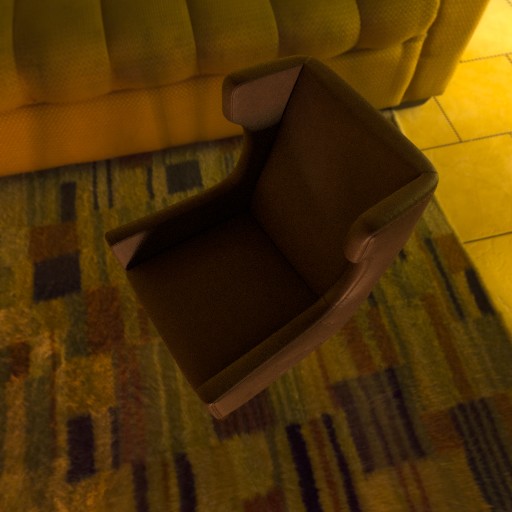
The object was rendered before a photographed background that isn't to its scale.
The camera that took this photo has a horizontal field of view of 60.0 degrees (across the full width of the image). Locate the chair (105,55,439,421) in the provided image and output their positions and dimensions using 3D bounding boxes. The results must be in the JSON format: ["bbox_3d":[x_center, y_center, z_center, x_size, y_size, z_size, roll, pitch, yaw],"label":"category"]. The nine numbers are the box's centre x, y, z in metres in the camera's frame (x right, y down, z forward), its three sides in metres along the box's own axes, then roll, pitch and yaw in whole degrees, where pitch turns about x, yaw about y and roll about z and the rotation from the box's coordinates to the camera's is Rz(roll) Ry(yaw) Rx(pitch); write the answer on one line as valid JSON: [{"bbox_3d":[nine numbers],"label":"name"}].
[{"bbox_3d":[0.000,0.000,1.666,0.899,1.079,0.769,-31,67,-15],"label":"chair"}]
